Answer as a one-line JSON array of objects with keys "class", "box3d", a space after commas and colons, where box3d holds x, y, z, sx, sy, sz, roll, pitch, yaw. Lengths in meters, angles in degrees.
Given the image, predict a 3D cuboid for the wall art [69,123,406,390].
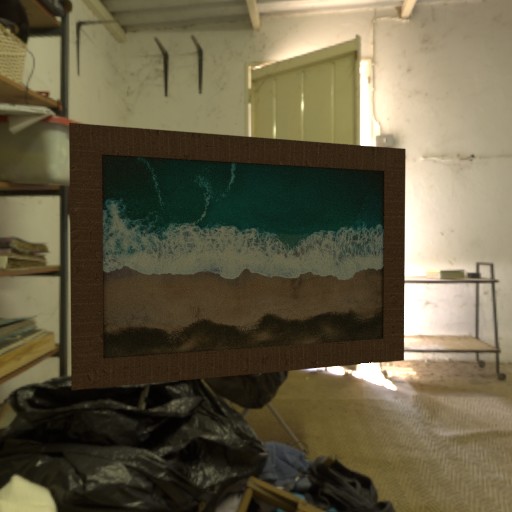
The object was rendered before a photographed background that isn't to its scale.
[{"class": "wall art", "box3d": [0.000, 0.000, 1.183, 0.917, 0.626, 0.019, 0, 1, -17]}]
